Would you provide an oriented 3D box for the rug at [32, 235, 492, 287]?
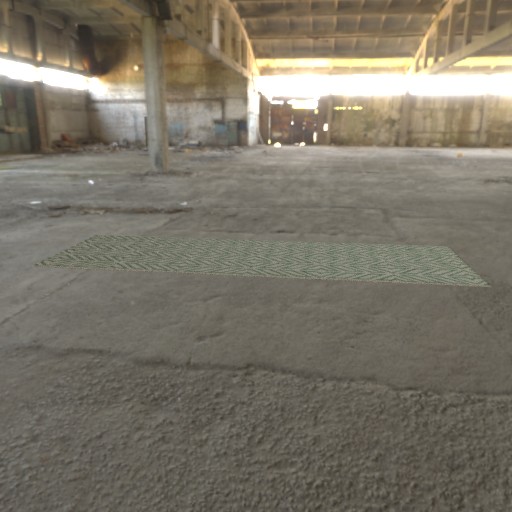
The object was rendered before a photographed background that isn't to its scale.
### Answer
[{"bbox_3d":[0.000,0.000,2.682,2.435,0.009,0.750,2,16,8],"label":"rug"}]
